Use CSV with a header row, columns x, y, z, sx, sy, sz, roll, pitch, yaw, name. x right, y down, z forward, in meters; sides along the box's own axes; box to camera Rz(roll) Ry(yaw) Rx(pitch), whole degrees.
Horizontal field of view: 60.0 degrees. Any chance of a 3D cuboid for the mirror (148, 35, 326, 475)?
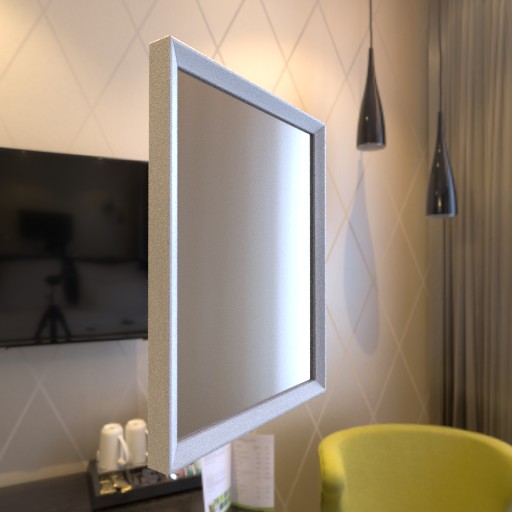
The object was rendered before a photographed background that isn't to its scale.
x,y,z,sx,sy,sz,roll,pitch,yaw,name
0.000,0.000,0.689,0.041,0.509,0.406,0,-1,35,mirror
